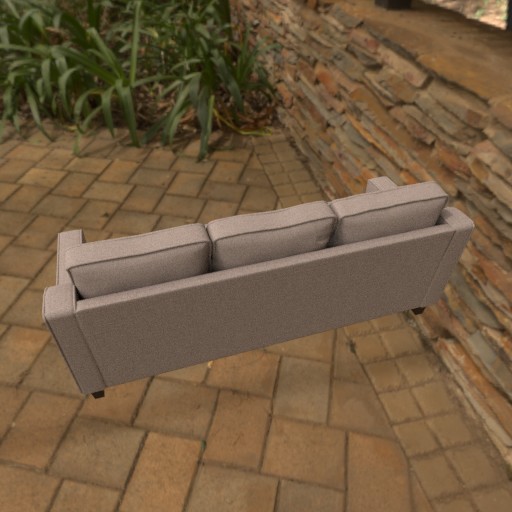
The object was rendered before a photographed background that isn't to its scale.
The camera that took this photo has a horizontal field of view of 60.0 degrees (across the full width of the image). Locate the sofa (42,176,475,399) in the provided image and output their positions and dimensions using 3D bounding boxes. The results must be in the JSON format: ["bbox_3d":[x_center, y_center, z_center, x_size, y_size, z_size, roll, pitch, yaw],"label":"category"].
[{"bbox_3d":[0.000,0.000,2.576,2.129,0.950,0.899,-12,41,-14],"label":"sofa"}]
